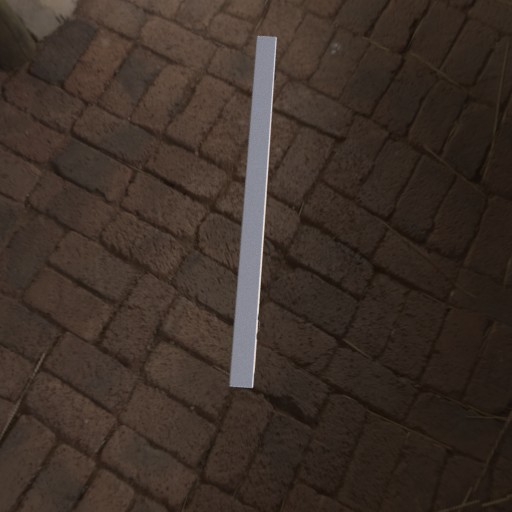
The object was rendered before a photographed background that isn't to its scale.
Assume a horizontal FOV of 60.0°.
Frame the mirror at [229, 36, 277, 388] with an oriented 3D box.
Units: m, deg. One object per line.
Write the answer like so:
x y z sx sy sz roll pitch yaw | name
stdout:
0.000 0.000 1.180 0.041 0.914 0.609 4 78 1 | mirror
